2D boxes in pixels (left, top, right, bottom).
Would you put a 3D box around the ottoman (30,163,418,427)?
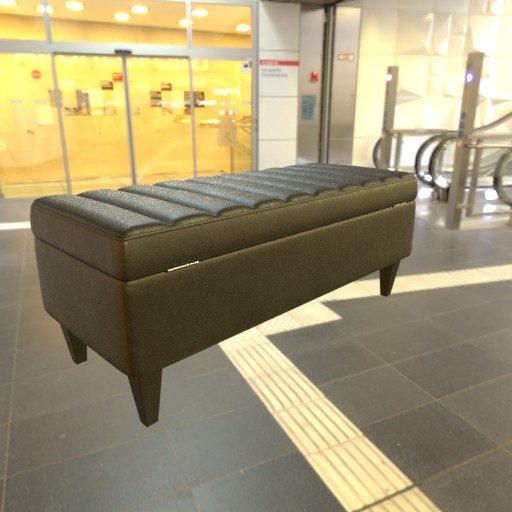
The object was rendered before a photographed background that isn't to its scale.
[{"bbox_3d":[0.000,0.000,1.385,1.151,0.469,0.482,-17,25,-42],"label":"ottoman"}]
